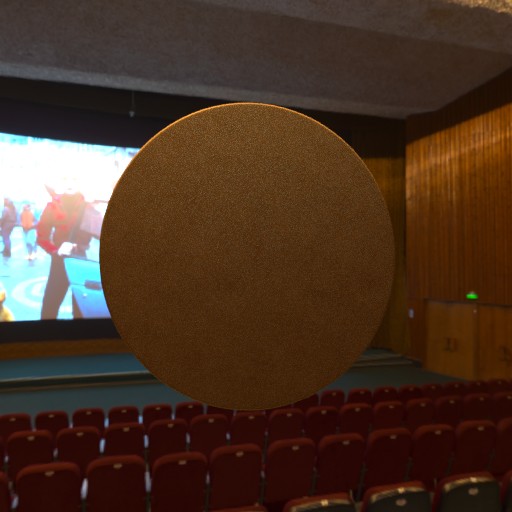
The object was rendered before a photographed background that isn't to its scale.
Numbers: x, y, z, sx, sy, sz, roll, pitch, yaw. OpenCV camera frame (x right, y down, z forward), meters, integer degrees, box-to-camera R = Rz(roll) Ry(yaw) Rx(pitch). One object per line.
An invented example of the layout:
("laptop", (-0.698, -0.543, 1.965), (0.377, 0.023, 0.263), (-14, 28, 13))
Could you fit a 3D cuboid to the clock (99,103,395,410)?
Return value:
("clock", (0.000, 0.000, 0.471), (0.314, 0.314, 0.040), (0, -1, -16))
